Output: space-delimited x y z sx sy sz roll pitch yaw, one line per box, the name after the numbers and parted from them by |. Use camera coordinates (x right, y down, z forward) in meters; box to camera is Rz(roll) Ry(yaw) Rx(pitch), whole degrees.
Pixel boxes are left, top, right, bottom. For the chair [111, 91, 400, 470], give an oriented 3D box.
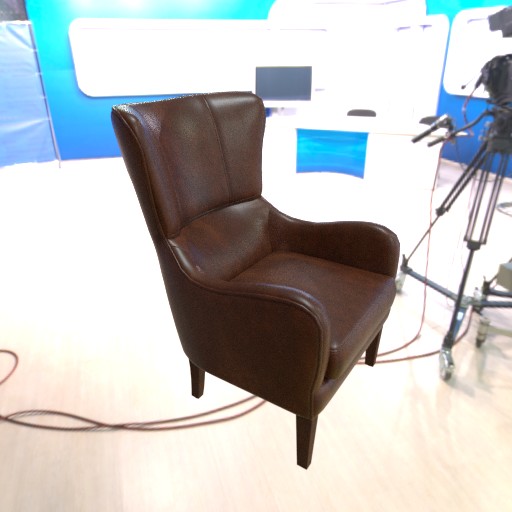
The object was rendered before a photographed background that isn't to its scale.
0.000 0.000 1.603 0.914 1.048 0.692 16 30 30 | chair
